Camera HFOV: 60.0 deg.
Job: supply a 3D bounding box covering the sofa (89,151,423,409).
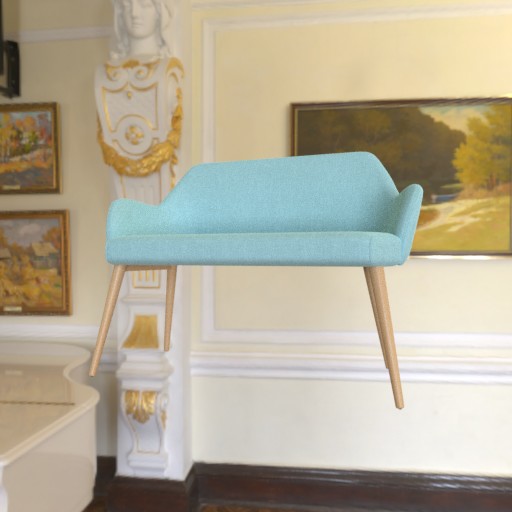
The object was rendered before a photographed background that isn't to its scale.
[{"bbox_3d":[0.000,0.000,1.635,1.150,0.840,0.610,0,0,19],"label":"sofa"}]
